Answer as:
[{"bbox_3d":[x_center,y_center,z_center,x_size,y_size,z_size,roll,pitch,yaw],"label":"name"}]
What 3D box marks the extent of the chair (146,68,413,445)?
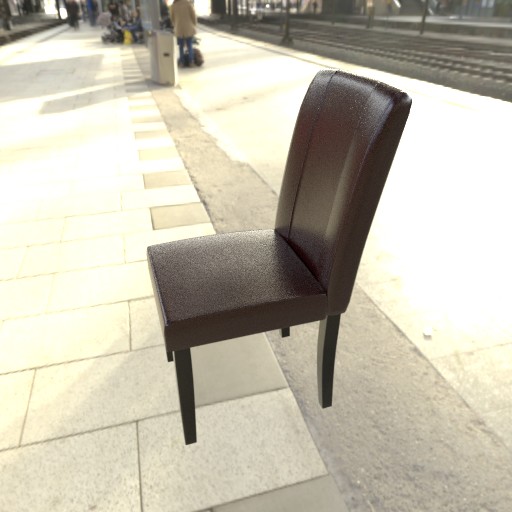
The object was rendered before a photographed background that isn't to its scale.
[{"bbox_3d":[0.000,0.000,1.199,0.556,0.897,0.399,-9,31,-16],"label":"chair"}]
